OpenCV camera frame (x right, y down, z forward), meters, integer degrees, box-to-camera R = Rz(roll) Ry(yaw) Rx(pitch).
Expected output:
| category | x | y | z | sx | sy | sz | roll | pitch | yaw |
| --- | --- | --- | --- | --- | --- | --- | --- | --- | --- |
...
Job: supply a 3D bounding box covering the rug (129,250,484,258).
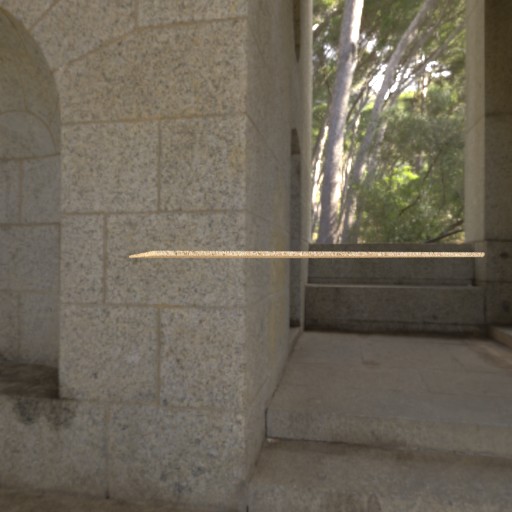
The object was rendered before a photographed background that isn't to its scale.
| category | x | y | z | sx | sy | sz | roll | pitch | yaw |
| --- | --- | --- | --- | --- | --- | --- | --- | --- | --- |
| rug | 0.000 | 0.000 | 3.440 | 1.801 | 0.024 | 2.700 | 0 | 0 | -18 |
